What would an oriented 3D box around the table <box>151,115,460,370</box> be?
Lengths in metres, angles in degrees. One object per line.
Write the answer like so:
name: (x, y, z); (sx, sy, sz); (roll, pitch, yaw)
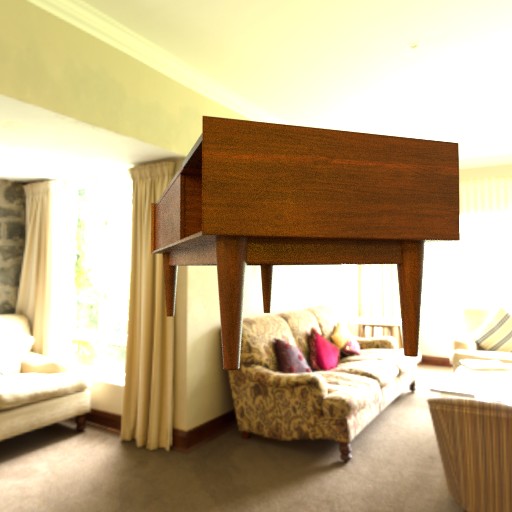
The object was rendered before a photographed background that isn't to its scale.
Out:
table: (0.000, 0.000, 1.524); (0.610, 0.508, 1.221); (0, -2, -18)
